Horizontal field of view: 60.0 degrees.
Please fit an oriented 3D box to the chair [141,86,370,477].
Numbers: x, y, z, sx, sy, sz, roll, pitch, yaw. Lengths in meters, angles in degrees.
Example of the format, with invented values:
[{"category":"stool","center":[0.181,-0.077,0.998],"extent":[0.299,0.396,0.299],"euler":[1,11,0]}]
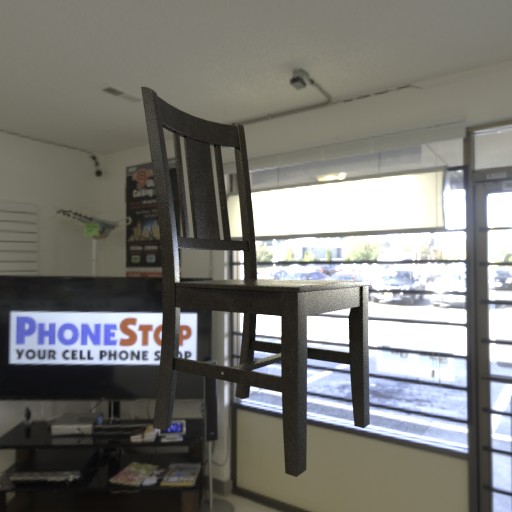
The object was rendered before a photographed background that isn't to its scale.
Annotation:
[{"category":"chair","center":[0.000,0.000,1.320],"extent":[0.555,0.998,0.450],"euler":[-1,-1,37]}]
